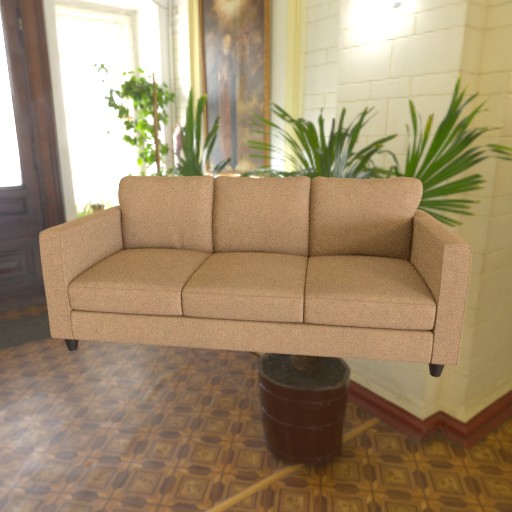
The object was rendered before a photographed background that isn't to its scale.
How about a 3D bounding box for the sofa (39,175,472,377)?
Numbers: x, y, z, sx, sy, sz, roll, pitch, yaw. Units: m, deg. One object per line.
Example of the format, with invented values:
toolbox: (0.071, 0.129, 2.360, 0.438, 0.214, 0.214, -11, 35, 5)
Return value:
sofa: (0.000, 0.000, 2.338, 1.855, 0.800, 0.930, 2, 15, 8)
